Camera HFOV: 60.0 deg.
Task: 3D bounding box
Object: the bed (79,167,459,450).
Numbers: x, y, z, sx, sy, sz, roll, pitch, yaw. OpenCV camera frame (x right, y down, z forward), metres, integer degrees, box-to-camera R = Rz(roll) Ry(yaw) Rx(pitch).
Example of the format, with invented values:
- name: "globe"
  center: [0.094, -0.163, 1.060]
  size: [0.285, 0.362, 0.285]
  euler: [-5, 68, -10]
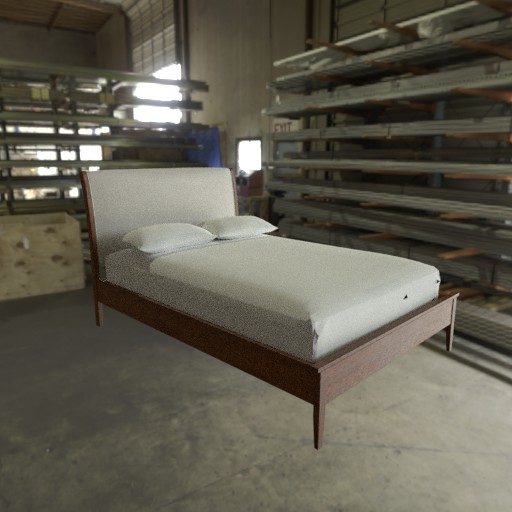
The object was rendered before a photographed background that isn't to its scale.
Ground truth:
- name: "bed"
  center: [0.000, 0.000, 3.299]
  size: [2.380, 1.250, 1.612]
  euler: [12, 17, 44]
